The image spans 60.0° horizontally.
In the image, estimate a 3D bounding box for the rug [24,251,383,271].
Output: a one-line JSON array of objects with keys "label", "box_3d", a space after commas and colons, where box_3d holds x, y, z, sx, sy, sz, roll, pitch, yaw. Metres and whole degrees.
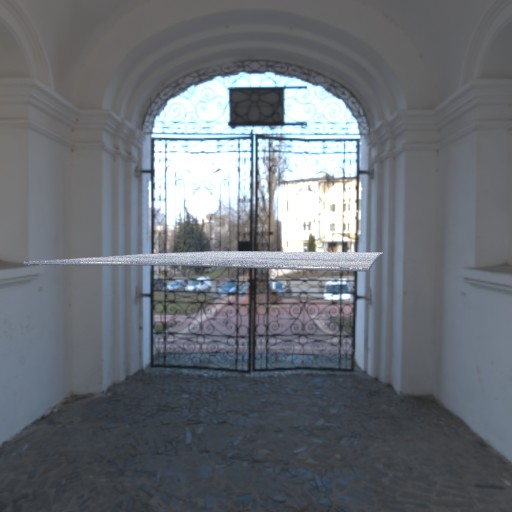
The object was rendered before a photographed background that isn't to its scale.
[{"label": "rug", "box_3d": [0.000, 0.000, 3.018, 1.624, 0.030, 2.349, 1, 2, 17]}]
